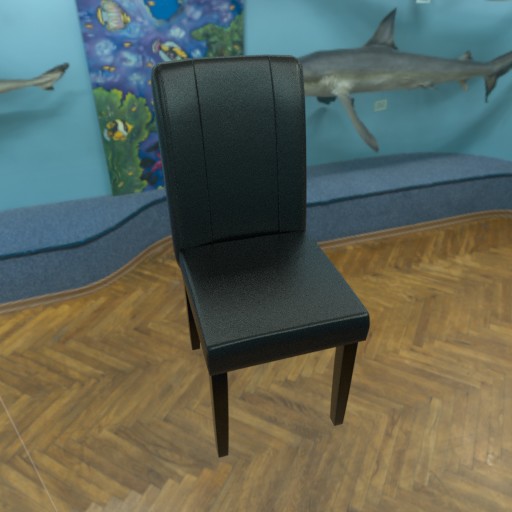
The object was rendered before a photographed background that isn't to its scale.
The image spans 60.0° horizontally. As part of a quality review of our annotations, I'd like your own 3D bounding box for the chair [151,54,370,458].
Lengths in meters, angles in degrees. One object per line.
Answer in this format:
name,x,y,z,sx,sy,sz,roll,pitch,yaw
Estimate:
chair,0.000,0.000,1.178,0.399,0.897,0.556,-10,35,-14
